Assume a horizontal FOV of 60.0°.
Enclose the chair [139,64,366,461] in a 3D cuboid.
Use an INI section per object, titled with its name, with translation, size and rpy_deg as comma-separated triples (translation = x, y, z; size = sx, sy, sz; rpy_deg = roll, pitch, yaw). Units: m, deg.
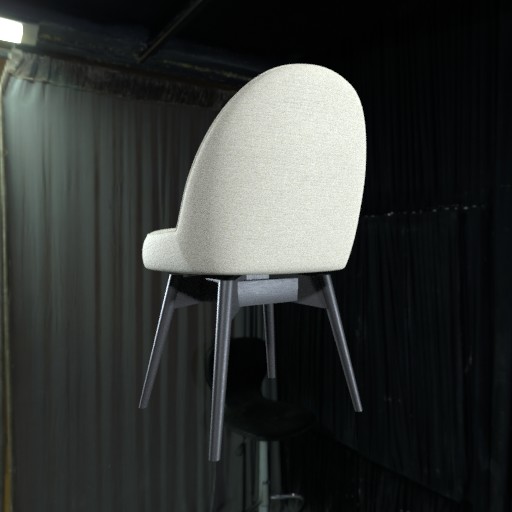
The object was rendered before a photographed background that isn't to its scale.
[chair]
translation = 0.000, 0.000, 1.183
size = 0.532, 0.838, 0.540
rpy_deg = -1, 2, -37
